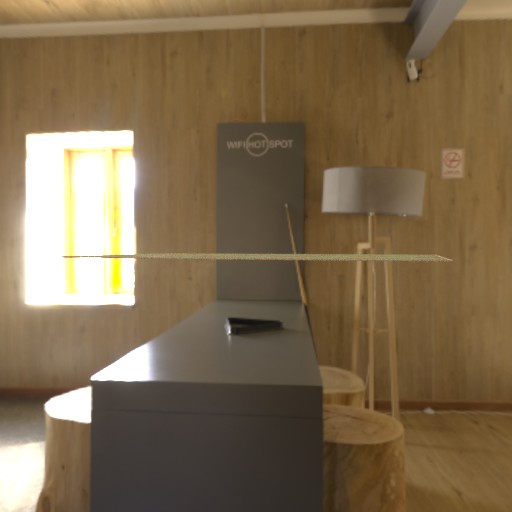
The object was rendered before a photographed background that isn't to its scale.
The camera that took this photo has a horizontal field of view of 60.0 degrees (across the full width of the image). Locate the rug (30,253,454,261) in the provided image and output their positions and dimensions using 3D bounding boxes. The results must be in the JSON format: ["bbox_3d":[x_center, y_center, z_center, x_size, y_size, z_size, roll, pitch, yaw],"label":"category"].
[{"bbox_3d":[0.000,0.000,2.946,2.286,0.006,1.524,0,1,20],"label":"rug"}]
